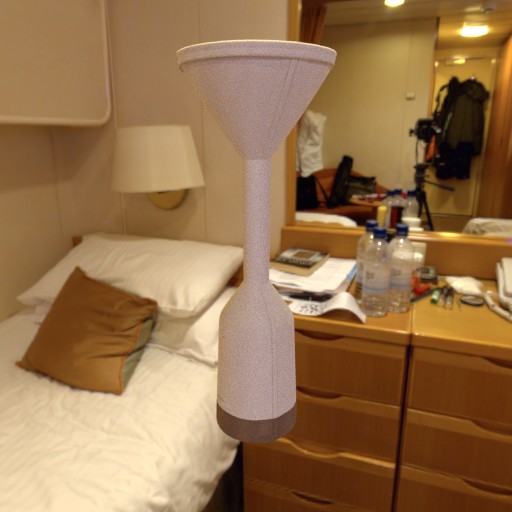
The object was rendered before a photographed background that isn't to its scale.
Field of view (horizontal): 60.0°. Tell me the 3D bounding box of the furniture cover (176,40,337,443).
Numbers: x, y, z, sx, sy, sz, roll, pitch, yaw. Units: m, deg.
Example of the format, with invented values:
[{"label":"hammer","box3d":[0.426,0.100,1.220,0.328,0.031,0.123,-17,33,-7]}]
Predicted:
[{"label":"furniture cover","box3d":[0.000,0.000,2.885,0.914,2.413,0.914,-8,17,-26]}]
